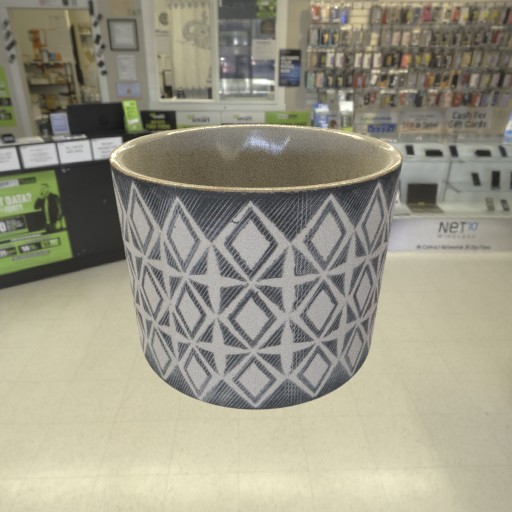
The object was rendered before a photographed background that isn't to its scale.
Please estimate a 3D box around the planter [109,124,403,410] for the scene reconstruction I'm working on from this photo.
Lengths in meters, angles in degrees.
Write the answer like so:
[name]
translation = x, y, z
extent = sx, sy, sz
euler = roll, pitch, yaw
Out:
[planter]
translation = 0.000, 0.000, 0.338
extent = 0.192, 0.165, 0.192
euler = 0, 26, 0
